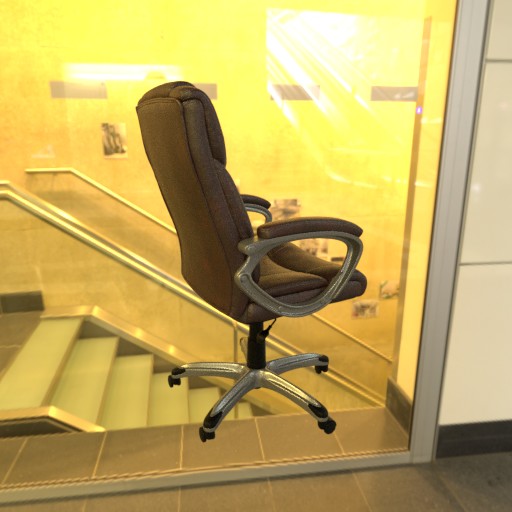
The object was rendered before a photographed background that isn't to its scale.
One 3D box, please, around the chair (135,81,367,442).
[{"bbox_3d":[0.000,0.000,1.583,0.692,1.128,0.656,-8,17,-26],"label":"chair"}]
